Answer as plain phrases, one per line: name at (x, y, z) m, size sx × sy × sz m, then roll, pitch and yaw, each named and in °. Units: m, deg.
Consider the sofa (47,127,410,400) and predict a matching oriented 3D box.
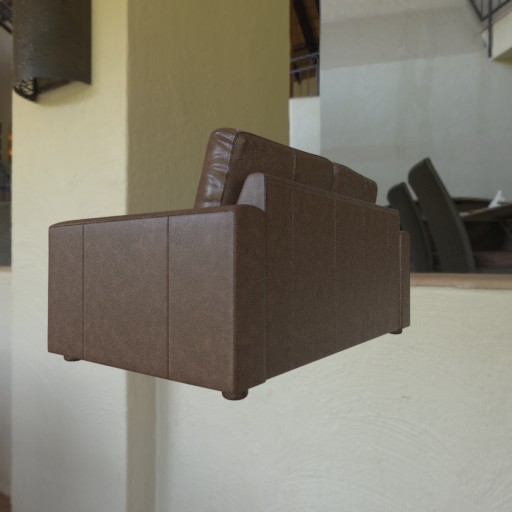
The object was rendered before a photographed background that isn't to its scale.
sofa at (0.000, 0.000, 2.177) m, size 1.016 × 0.873 × 1.616 m, roll 0°, pitch -1°, yaw 36°
